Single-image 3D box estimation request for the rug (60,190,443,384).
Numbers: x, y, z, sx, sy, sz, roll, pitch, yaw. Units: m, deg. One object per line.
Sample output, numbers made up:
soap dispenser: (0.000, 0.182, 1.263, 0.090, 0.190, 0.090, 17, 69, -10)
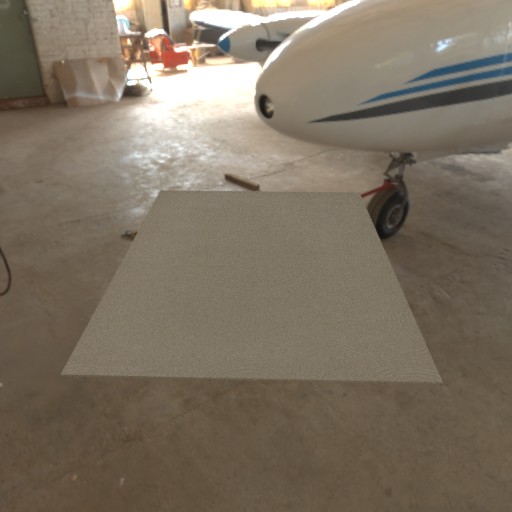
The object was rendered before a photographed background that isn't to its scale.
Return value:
rug: (0.000, 0.000, 3.498, 2.073, 0.011, 2.584, 1, 31, 1)
